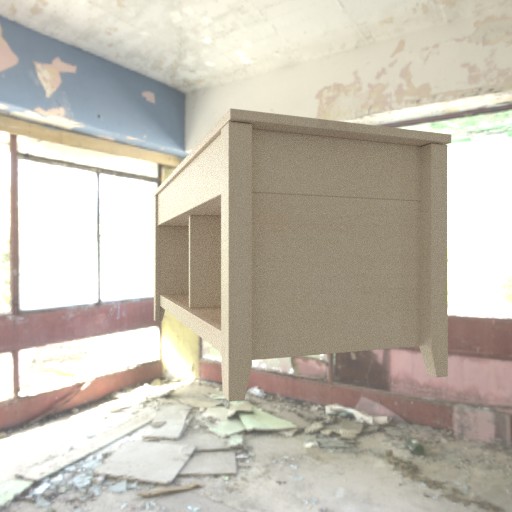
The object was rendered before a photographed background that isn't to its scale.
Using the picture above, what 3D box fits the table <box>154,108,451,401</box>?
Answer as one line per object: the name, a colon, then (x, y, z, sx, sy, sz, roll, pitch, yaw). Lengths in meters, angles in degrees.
table: (0.000, 0.000, 1.279, 0.457, 0.483, 1.016, 0, 0, -20)
